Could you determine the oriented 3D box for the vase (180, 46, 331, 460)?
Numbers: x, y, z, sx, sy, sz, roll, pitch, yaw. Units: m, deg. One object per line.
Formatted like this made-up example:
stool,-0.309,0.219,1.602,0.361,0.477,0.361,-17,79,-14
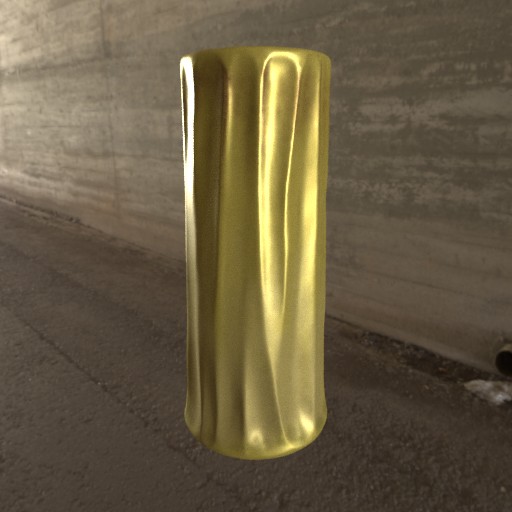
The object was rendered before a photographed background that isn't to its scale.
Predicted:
vase,0.000,0.000,0.174,0.061,0.143,0.061,0,16,0
